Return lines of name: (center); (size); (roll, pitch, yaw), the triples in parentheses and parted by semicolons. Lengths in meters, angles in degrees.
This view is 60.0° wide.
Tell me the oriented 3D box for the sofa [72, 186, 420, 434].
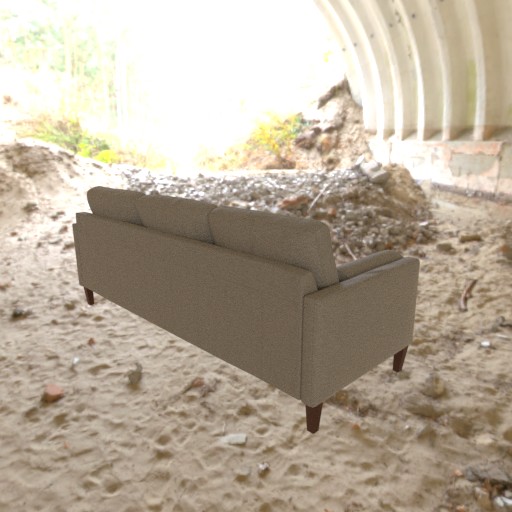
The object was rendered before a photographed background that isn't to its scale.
sofa: (0.000, 0.000, 2.916); (1.506, 0.875, 2.178); (-14, 20, -43)
